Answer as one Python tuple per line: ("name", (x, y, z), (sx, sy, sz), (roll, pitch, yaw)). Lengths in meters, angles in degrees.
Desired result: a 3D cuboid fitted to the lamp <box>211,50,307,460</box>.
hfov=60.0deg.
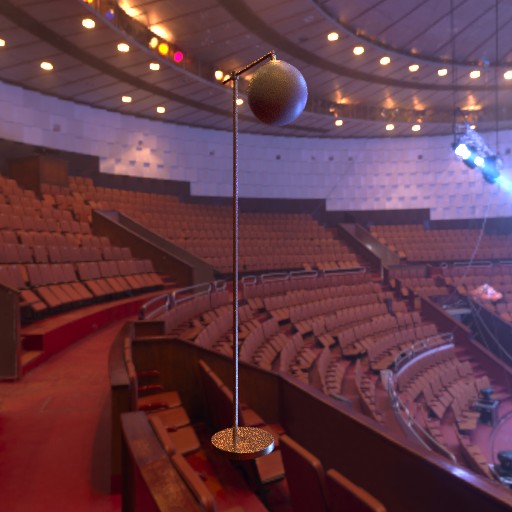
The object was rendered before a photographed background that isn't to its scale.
("lamp", (0.000, 0.000, 1.690), (0.249, 1.505, 0.476), (0, 0, -36))
